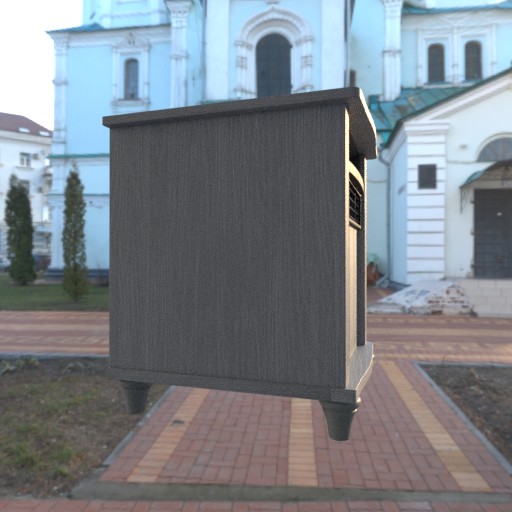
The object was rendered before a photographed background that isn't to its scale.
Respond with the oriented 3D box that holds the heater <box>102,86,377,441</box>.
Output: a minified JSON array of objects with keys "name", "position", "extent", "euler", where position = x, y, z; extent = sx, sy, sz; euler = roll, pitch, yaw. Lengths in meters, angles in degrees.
[{"name":"heater","position":[0.000,0.000,0.768],"extent":[0.400,0.481,0.362],"euler":[0,0,18]}]
